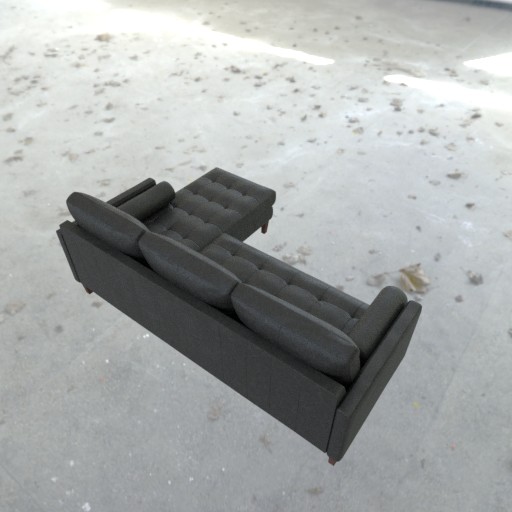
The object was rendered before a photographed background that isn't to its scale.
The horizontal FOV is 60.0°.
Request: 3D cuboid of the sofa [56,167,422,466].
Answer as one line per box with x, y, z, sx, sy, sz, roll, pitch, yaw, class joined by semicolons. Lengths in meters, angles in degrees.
0.000;0.000;2.958;2.178;0.876;1.497;27;48;27;sofa
